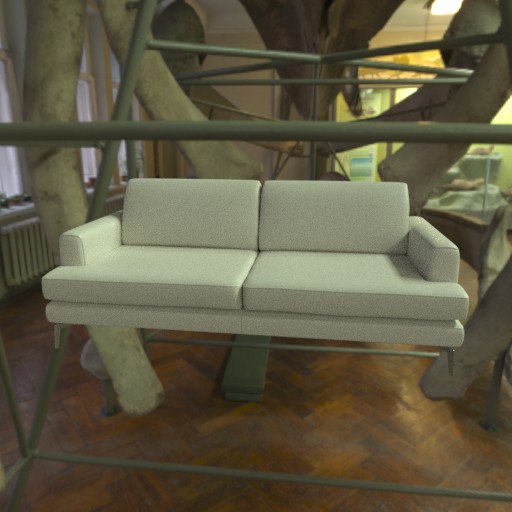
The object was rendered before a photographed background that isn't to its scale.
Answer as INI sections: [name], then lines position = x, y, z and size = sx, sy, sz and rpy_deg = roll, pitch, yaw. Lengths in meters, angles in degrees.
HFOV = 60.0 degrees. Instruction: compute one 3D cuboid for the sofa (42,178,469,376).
[sofa]
position = 0.000, 0.000, 2.411
size = 1.940, 0.765, 0.974
rpy_deg = 2, 16, 8
